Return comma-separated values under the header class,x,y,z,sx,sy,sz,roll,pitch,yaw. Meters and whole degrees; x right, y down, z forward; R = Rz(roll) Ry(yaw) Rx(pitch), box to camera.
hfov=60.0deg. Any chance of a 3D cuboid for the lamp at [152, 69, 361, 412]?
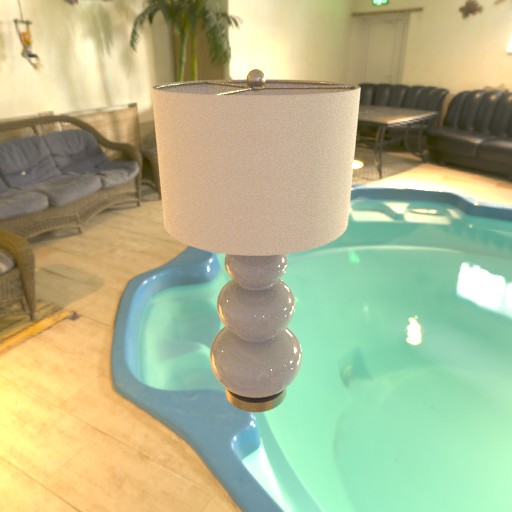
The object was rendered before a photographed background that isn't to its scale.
class,x,y,z,sx,sy,sz,roll,pitch,yaw
lamp,0.000,0.000,0.938,0.367,0.730,0.367,17,30,32
